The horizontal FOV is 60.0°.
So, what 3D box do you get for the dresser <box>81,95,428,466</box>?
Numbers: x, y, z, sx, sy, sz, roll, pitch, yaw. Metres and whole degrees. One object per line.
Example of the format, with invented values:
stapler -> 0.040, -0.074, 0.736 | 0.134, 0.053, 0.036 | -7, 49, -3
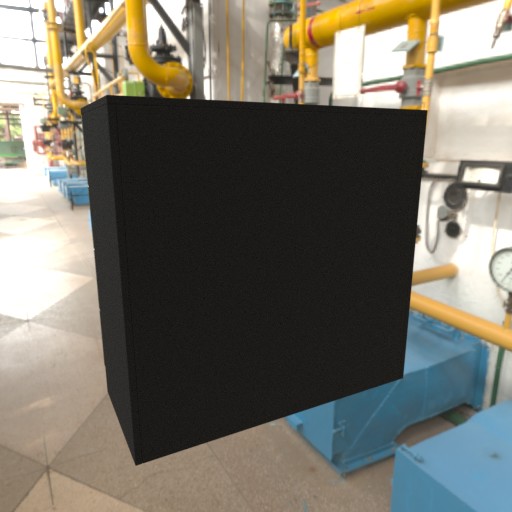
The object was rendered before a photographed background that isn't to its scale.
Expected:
dresser -> 0.000, 0.000, 1.145 | 0.750, 0.720, 0.360 | -7, 16, -27
